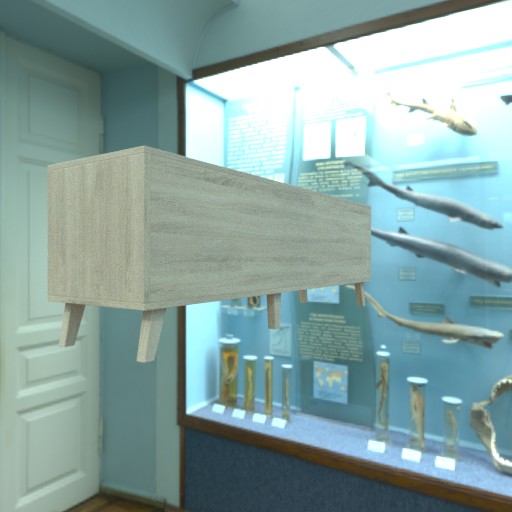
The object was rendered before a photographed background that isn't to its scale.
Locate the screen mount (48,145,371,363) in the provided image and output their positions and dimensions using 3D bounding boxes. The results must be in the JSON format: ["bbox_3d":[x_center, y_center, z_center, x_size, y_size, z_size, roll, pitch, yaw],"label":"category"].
[{"bbox_3d":[0.000,0.000,1.756,0.400,0.510,1.500,0,0,34],"label":"screen mount"}]
